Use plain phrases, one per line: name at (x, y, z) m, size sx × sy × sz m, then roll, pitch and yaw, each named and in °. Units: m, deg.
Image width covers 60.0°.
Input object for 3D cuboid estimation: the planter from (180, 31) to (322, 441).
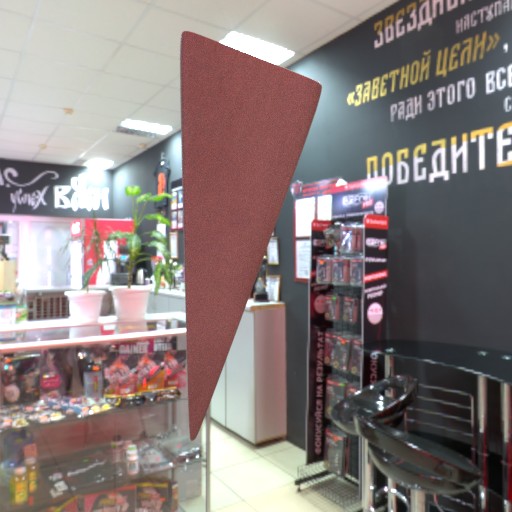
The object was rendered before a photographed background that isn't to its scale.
planter at (0.000, 0.000, 0.156) m, size 0.047 × 0.130 × 0.058 m, roll 0°, pitch 0°, yaw -1°
